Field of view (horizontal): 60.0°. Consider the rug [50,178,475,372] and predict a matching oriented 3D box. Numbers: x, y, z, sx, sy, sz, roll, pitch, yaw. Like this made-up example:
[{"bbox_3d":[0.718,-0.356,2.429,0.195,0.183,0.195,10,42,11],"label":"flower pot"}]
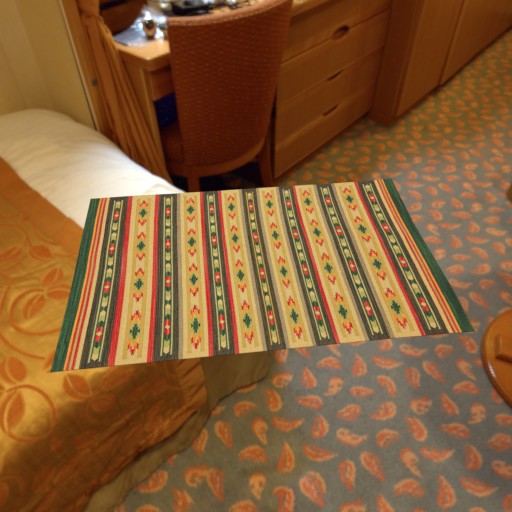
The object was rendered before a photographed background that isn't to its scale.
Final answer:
[{"bbox_3d":[0.000,0.000,3.054,2.447,0.011,1.520,-5,46,-4],"label":"rug"}]
